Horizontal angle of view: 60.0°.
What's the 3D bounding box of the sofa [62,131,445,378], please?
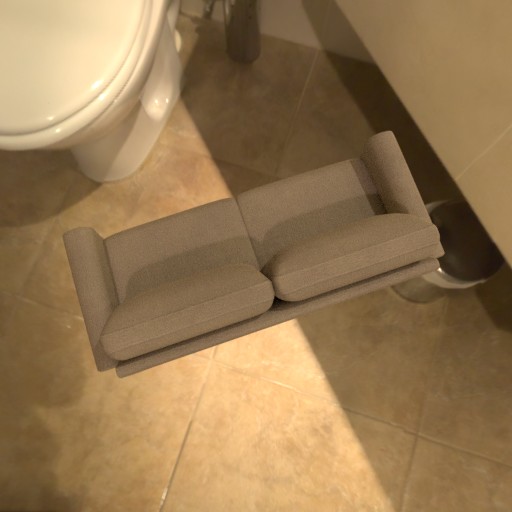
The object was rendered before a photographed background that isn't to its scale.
[{"bbox_3d":[0.000,0.000,2.494,1.935,0.942,0.842,-18,77,-4],"label":"sofa"}]
